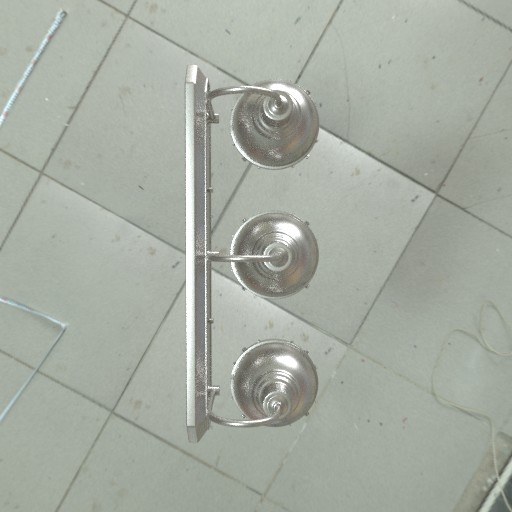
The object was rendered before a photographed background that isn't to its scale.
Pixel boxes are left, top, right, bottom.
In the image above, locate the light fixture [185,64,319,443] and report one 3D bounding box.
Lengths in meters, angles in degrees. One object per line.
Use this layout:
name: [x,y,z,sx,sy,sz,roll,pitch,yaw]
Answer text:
light fixture: [0.000,0.000,0.746,0.229,0.254,0.634,0,92,0]
